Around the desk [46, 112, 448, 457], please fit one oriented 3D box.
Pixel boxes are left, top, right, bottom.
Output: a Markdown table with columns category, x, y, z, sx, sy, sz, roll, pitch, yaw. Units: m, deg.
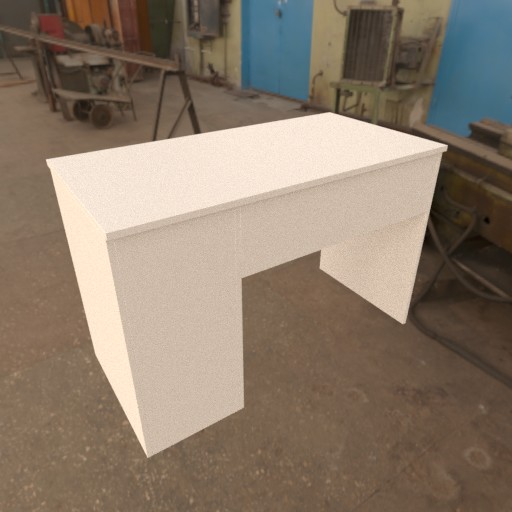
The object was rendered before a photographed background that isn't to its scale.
| category | x | y | z | sx | sy | sz | roll | pitch | yaw |
| --- | --- | --- | --- | --- | --- | --- | --- | --- | --- |
| desk | 0.000 | 0.000 | 1.537 | 1.097 | 0.735 | 0.560 | -19 | 35 | -29 |
